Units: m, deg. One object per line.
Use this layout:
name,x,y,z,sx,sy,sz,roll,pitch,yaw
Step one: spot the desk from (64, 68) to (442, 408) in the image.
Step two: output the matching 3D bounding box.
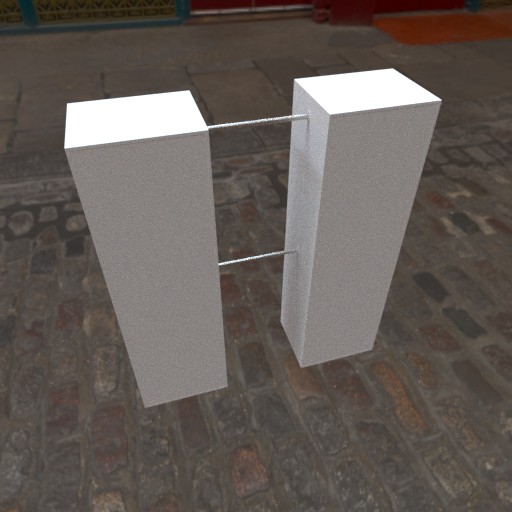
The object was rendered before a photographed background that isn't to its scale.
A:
desk,0.000,0.000,2.825,1.770,2.000,0.480,-11,42,-12
